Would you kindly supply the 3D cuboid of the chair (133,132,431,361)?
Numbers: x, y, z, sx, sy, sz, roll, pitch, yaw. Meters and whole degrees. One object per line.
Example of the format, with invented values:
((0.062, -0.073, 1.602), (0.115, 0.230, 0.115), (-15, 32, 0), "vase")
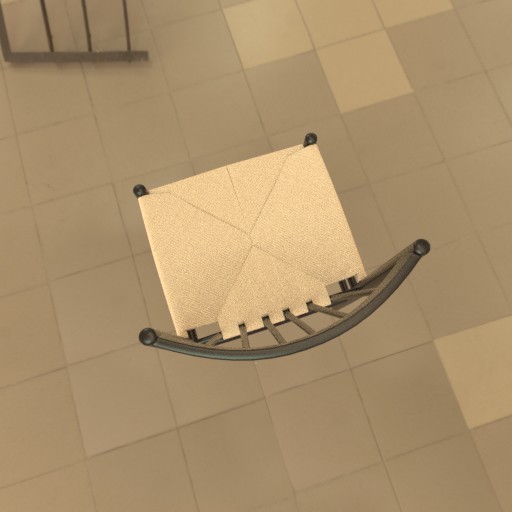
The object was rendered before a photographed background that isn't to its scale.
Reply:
((0.000, 0.000, 1.129), (0.495, 0.818, 0.516), (-18, 77, -4), "chair")
